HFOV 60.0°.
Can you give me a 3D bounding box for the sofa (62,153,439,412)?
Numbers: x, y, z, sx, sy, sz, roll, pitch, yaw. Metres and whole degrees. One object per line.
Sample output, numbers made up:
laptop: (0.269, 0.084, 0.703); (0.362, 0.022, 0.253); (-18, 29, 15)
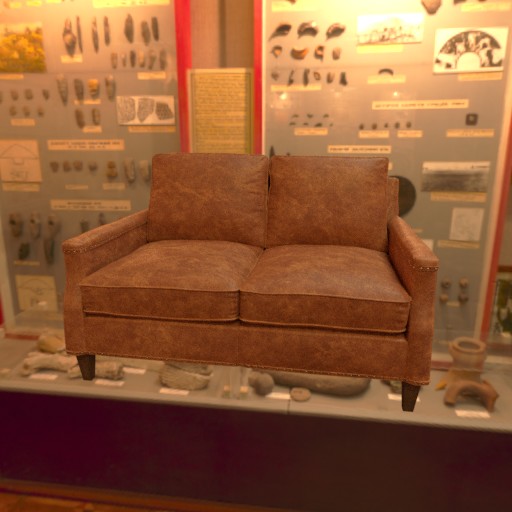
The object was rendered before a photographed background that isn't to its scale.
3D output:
sofa: (0.000, 0.000, 2.287); (1.597, 1.003, 1.084); (3, 16, 9)
